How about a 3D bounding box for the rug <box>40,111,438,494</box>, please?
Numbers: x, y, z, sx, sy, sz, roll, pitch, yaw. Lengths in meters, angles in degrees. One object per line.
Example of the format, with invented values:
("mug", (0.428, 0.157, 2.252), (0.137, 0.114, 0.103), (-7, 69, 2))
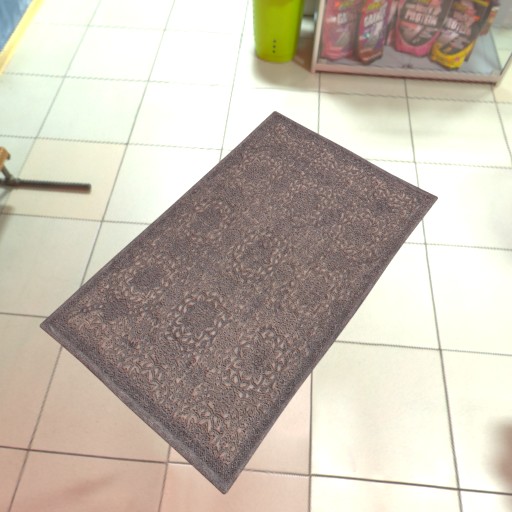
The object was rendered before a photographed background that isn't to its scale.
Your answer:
("rug", (0.000, 0.000, 3.058), (1.535, 0.022, 2.498), (34, 65, 18))
